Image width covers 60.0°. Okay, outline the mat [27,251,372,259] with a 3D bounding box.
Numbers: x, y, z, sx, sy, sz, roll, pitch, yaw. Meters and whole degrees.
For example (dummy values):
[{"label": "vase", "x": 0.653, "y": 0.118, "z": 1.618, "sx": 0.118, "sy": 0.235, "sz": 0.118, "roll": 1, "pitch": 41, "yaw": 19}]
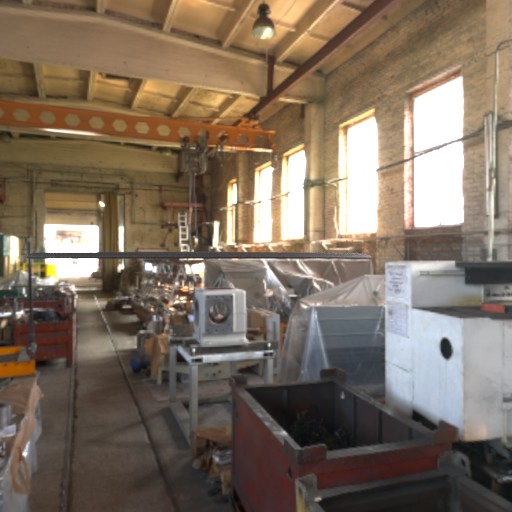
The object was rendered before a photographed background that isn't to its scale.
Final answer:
[{"label": "mat", "x": 0.000, "y": 0.000, "z": 1.893, "sx": 0.917, "sy": 0.022, "sz": 1.525, "roll": 0, "pitch": 0, "yaw": 35}]
